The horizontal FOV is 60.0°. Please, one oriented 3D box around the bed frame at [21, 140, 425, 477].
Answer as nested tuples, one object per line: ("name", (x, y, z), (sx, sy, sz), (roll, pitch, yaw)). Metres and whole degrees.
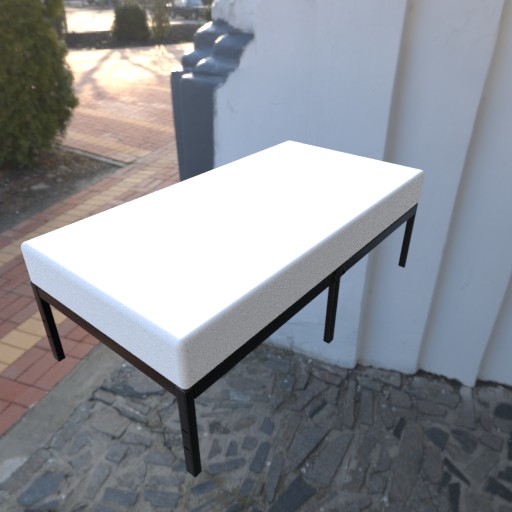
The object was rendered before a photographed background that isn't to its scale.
("bed frame", (0.000, 0.000, 2.406), (1.023, 0.659, 1.950), (23, 38, 33))
